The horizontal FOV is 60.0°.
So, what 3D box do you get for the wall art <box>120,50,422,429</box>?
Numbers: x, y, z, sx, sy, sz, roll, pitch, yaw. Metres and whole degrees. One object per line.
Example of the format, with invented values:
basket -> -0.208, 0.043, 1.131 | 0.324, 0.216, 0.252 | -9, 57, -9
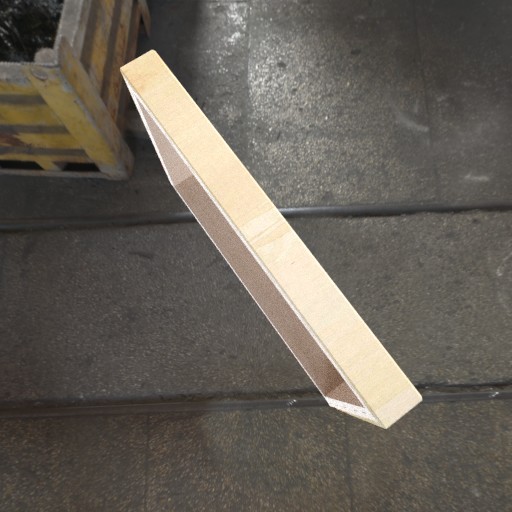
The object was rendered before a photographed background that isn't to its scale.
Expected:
wall art -> 0.000, 0.000, 0.491 | 0.037, 0.251, 0.383 | -34, 77, -9
